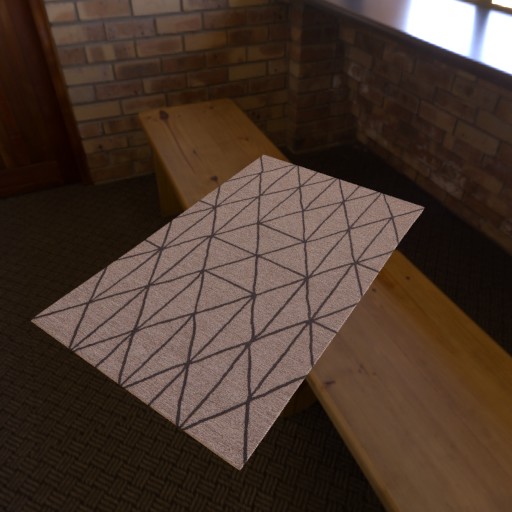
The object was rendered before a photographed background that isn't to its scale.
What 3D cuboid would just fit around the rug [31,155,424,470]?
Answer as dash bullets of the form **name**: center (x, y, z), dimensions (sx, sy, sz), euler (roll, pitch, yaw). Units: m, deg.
- **rug**: center (0.000, 0.000, 3.049), dimensions (1.526, 0.008, 2.465), euler (24, 46, 25)
